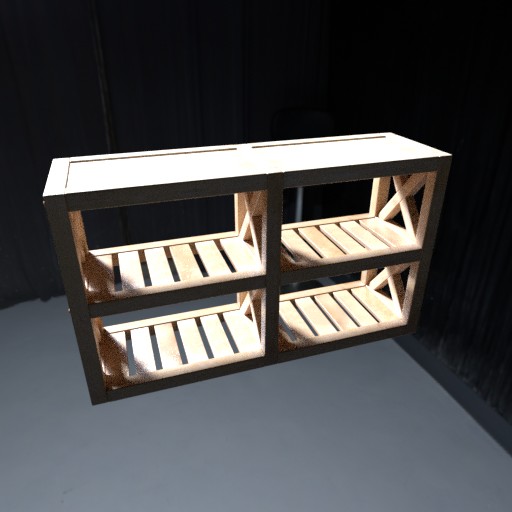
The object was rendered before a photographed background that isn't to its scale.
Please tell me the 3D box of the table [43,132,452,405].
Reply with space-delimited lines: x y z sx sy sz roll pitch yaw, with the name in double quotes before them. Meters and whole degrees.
"table" 0.000 0.000 1.685 1.320 0.762 0.381 -9 29 -16
